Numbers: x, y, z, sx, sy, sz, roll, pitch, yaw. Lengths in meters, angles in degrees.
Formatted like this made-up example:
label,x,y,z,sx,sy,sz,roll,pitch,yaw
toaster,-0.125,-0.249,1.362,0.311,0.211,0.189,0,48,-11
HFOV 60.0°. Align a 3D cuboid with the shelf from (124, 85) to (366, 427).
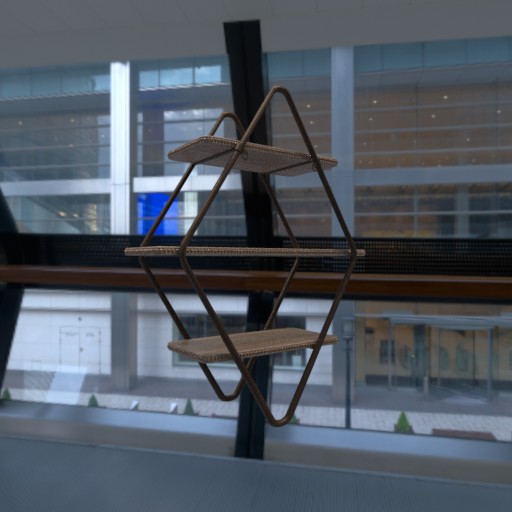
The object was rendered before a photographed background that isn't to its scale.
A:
label,x,y,z,sx,sy,sz,roll,pitch,yaw
shelf,0.000,0.000,1.099,0.609,0.774,0.234,0,0,-35
